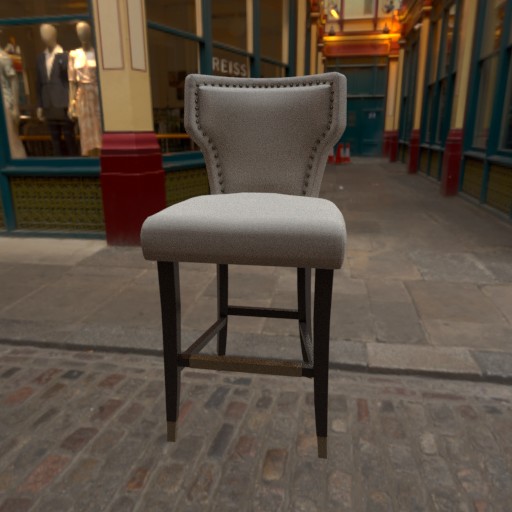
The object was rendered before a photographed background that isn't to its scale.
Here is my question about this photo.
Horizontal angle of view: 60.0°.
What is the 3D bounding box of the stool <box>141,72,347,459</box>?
[{"bbox_3d":[0.000,0.000,1.381,0.526,1.092,0.563,3,17,8],"label":"stool"}]
